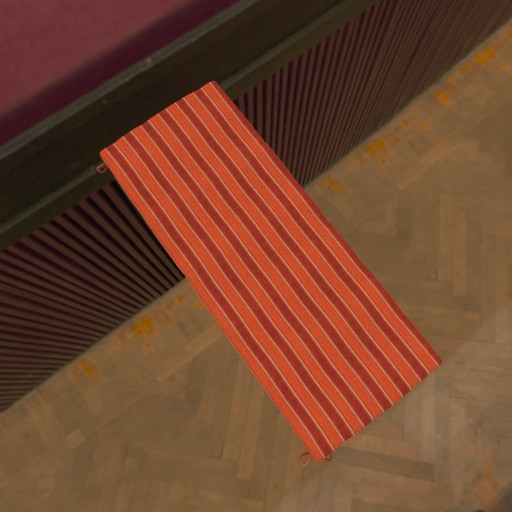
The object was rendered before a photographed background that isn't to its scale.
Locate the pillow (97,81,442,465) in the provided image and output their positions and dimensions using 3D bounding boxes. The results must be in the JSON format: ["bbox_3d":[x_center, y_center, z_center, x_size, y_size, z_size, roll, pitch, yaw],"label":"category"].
[{"bbox_3d":[0.000,0.000,1.359,0.492,0.081,1.187,-35,78,-8],"label":"pillow"}]
